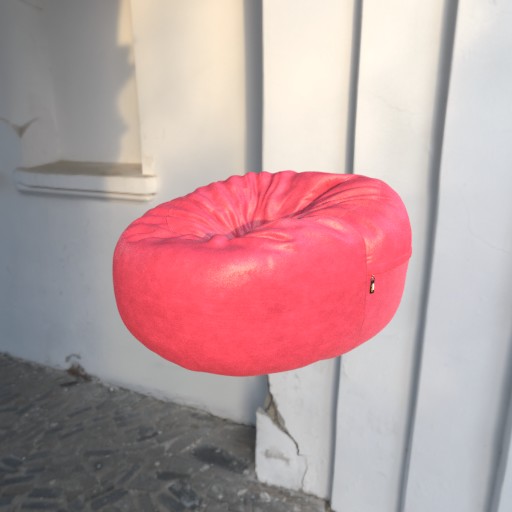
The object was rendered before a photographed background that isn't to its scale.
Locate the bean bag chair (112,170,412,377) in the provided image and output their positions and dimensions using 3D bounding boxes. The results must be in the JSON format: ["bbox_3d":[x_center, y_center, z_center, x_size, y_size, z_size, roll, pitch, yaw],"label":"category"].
[{"bbox_3d":[0.000,0.000,2.491,1.524,0.878,1.524,14,21,41],"label":"bean bag chair"}]
